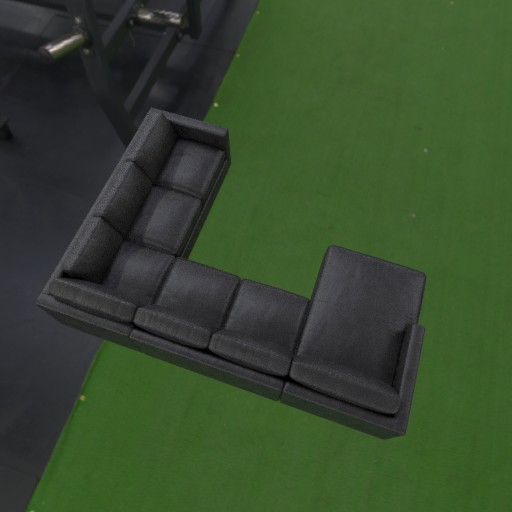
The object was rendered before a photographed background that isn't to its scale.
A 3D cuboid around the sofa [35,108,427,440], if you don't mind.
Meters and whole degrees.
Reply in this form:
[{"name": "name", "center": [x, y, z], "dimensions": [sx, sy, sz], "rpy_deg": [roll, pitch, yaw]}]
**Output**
[{"name": "sofa", "center": [0.000, 0.000, 4.455], "dimensions": [3.324, 0.891, 2.452], "rpy_deg": [17, 65, 8]}]
